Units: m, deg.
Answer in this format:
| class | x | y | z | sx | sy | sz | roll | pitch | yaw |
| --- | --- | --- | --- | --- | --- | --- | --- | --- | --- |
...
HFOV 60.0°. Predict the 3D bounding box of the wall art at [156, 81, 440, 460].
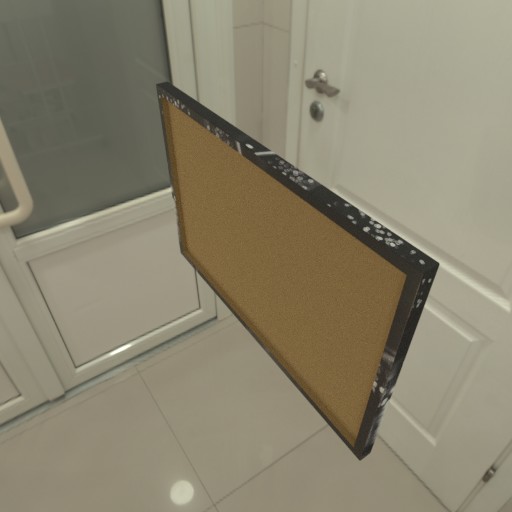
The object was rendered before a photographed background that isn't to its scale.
| class | x | y | z | sx | sy | sz | roll | pitch | yaw |
| --- | --- | --- | --- | --- | --- | --- | --- | --- | --- |
| wall art | 0.000 | 0.000 | 1.134 | 0.038 | 0.609 | 0.914 | -24 | 47 | -25 |
